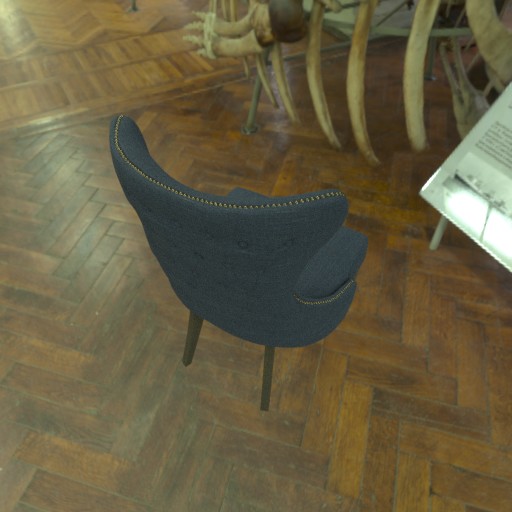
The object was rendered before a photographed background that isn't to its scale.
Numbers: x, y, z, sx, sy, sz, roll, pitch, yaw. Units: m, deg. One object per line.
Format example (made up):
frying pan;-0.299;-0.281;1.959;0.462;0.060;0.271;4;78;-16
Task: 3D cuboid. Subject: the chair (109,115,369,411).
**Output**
chair;0.000;0.000;1.389;0.628;0.967;0.635;24;52;20
